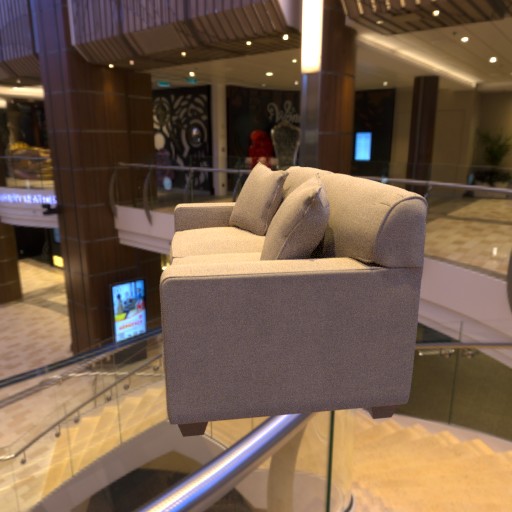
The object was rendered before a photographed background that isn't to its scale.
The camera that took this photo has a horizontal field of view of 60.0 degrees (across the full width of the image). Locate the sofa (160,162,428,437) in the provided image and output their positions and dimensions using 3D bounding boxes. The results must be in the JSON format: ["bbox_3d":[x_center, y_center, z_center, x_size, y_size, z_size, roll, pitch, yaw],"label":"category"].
[{"bbox_3d":[0.000,0.000,2.464,0.998,0.958,1.846,-2,15,-8],"label":"sofa"}]
